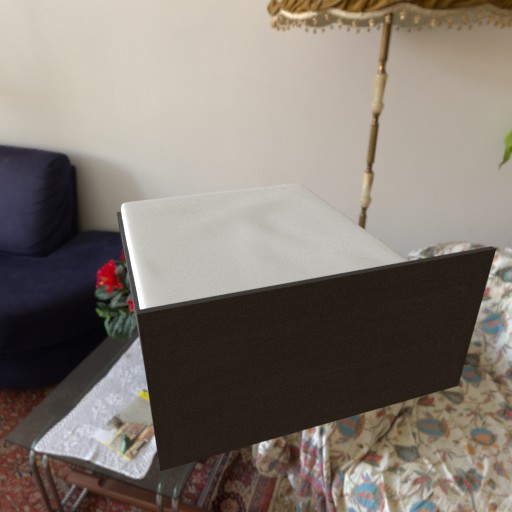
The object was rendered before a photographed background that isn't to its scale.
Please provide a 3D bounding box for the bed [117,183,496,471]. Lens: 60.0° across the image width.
[{"bbox_3d":[0.000,0.000,2.823,1.585,0.823,2.073,-9,29,-17],"label":"bed"}]
